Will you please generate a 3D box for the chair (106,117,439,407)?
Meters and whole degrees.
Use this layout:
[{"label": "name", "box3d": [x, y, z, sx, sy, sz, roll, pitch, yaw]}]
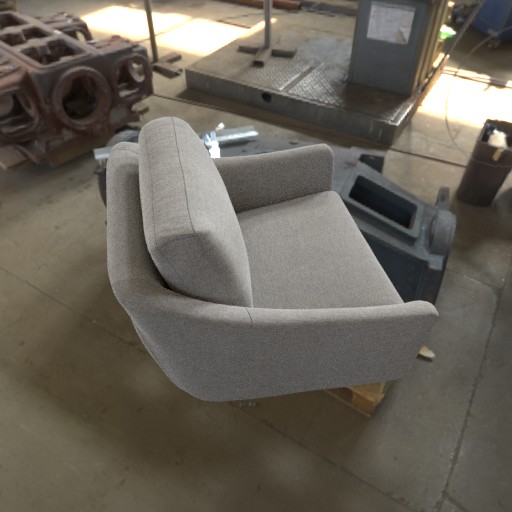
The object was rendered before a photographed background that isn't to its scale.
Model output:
[{"label": "chair", "box3d": [0.000, 0.000, 1.687, 0.961, 0.902, 0.986, -10, 46, -9]}]
